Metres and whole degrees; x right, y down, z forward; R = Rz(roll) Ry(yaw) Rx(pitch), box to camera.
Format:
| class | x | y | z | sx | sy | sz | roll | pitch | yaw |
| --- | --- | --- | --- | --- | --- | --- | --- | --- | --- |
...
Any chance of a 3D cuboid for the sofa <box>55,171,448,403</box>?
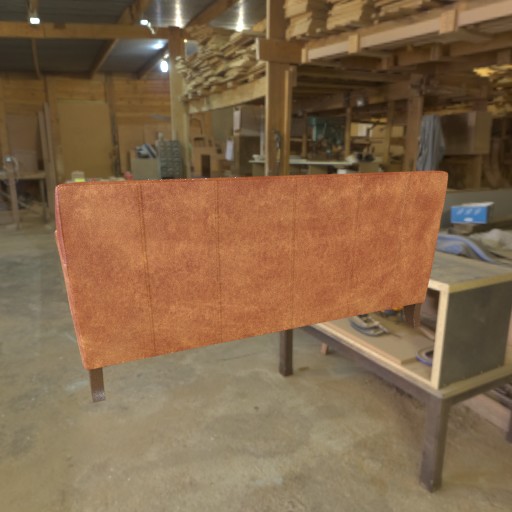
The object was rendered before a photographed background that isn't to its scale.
| class | x | y | z | sx | sy | sz | roll | pitch | yaw |
| --- | --- | --- | --- | --- | --- | --- | --- | --- | --- |
| sofa | 0.000 | 0.000 | 2.524 | 2.053 | 0.947 | 0.805 | -7 | 15 | -25 |
